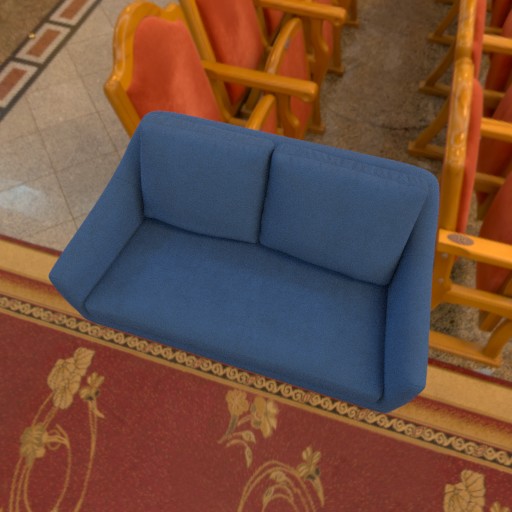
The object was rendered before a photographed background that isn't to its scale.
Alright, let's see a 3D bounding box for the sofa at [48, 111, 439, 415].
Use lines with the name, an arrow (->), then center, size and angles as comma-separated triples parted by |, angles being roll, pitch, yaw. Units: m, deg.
sofa -> 0.000, 0.000, 2.134 | 1.619, 0.902, 0.960 | 15, 59, 9
